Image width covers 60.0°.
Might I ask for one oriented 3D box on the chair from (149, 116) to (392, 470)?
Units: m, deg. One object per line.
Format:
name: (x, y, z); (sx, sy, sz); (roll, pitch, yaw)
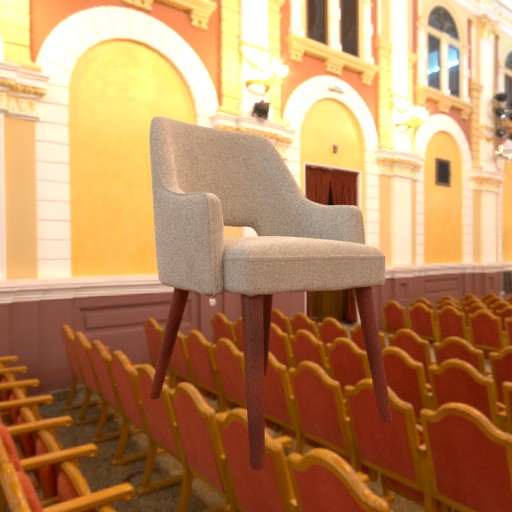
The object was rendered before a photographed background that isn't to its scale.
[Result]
chair: (0.000, 0.000, 1.251); (0.548, 0.849, 0.605); (-1, 1, -36)
